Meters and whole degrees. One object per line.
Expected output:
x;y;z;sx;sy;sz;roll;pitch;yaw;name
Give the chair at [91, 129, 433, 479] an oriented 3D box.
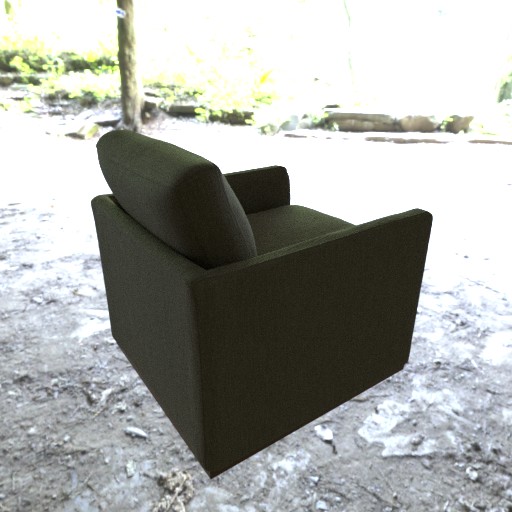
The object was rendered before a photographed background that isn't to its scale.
0.000;0.000;1.474;0.834;0.811;0.763;-16;29;-31;chair
